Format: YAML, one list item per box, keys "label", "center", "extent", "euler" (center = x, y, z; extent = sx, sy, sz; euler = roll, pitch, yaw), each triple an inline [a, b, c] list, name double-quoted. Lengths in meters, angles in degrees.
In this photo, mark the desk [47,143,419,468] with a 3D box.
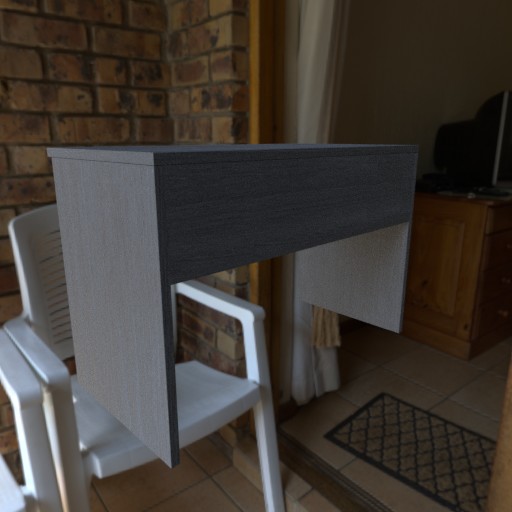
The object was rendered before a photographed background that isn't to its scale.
- label: "desk"
  center: [0.000, 0.000, 1.517]
  extent: [1.099, 0.729, 0.557]
  euler: [-14, 21, -42]
